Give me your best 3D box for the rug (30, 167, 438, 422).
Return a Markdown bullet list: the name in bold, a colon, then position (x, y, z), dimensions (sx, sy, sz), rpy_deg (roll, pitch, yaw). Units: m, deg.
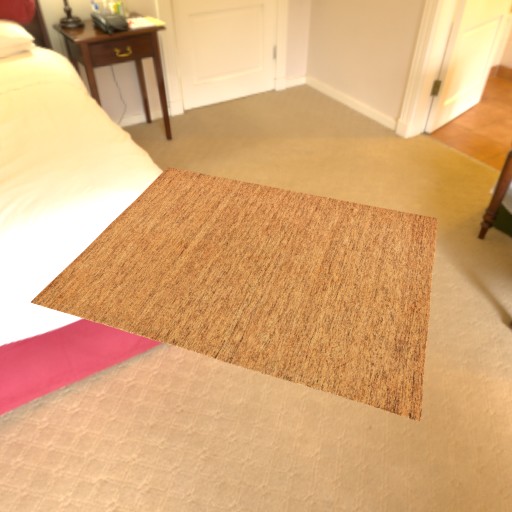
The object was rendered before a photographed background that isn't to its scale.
- **rug**: position (0.000, 0.000, 4.220), dimensions (3.200, 0.012, 2.438), rpy_deg (13, 42, 15)
